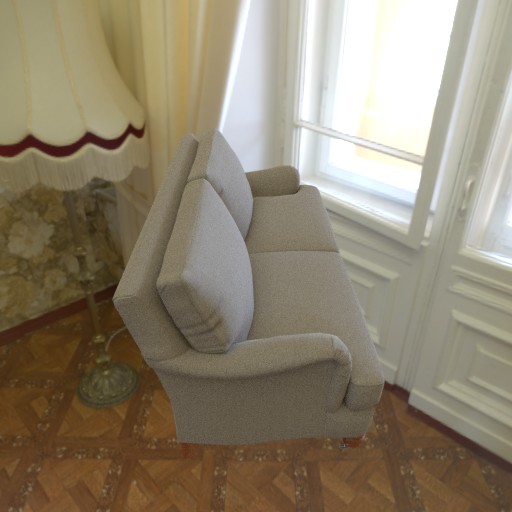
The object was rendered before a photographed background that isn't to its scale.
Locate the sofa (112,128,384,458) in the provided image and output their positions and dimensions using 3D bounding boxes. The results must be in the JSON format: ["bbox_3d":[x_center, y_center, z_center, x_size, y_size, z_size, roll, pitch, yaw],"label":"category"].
[{"bbox_3d":[0.000,0.000,2.726,1.087,1.054,2.160,-1,31,-1],"label":"sofa"}]
